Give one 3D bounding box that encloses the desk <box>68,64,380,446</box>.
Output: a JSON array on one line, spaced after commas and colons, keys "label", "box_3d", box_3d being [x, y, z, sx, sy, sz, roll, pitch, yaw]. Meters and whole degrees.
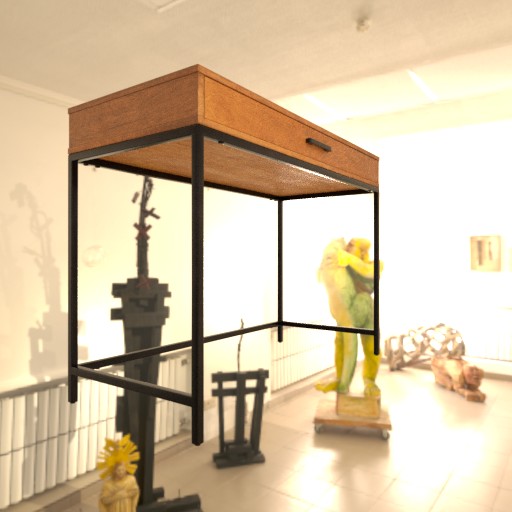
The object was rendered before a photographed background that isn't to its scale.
[{"label": "desk", "box_3d": [0.000, 0.000, 1.422, 0.470, 0.762, 1.016, 0, 0, 36]}]
